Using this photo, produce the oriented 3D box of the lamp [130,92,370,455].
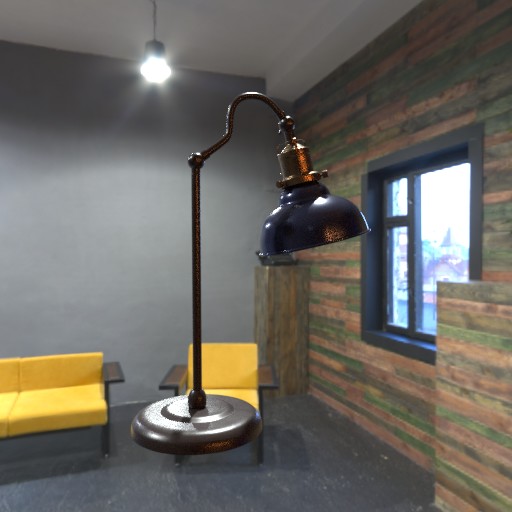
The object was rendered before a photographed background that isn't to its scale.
[{"bbox_3d":[0.000,0.000,0.688,0.374,0.508,0.192,0,-1,-18],"label":"lamp"}]
